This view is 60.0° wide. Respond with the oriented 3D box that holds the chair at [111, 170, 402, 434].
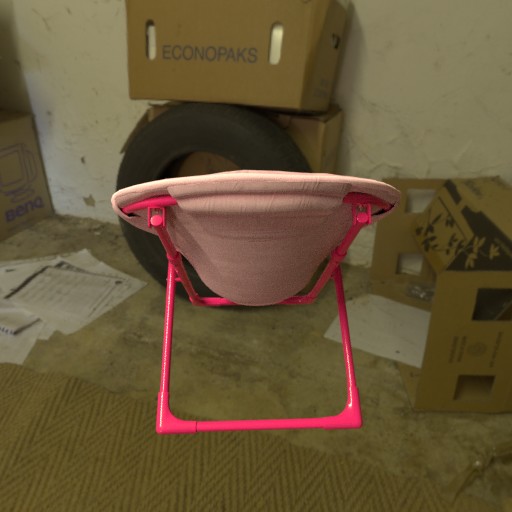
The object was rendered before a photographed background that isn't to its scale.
[{"bbox_3d":[0.000,0.000,0.888,0.522,0.494,0.459,-1,29,-2],"label":"chair"}]
